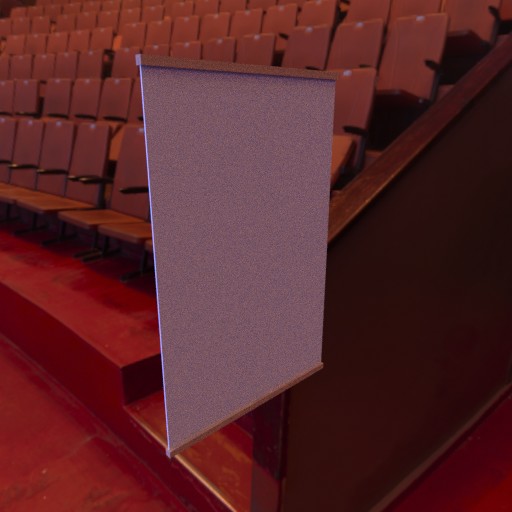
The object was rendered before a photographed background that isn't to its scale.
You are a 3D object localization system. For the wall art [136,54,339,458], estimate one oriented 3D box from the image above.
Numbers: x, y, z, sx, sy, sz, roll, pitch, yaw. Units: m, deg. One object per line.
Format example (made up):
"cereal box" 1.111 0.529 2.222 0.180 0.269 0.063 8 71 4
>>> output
"wall art" 0.000 0.000 1.915 0.990 1.519 0.030 -16 24 -40
